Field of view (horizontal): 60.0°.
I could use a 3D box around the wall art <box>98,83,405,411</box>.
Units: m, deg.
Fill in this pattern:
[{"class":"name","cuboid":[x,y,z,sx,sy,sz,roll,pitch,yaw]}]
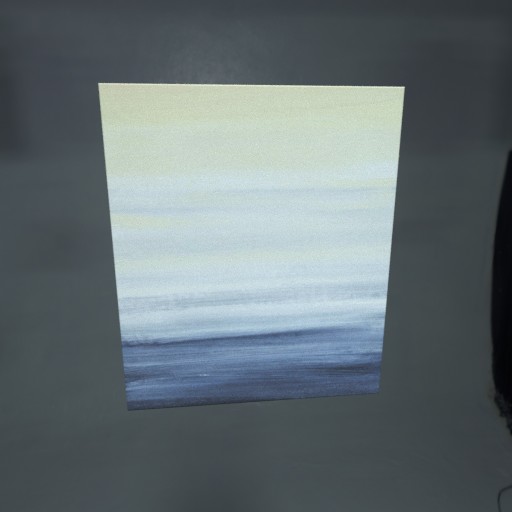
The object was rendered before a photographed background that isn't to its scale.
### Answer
[{"class":"wall art","cuboid":[0.000,0.000,0.712,0.435,0.511,0.037,-2,16,-7]}]
